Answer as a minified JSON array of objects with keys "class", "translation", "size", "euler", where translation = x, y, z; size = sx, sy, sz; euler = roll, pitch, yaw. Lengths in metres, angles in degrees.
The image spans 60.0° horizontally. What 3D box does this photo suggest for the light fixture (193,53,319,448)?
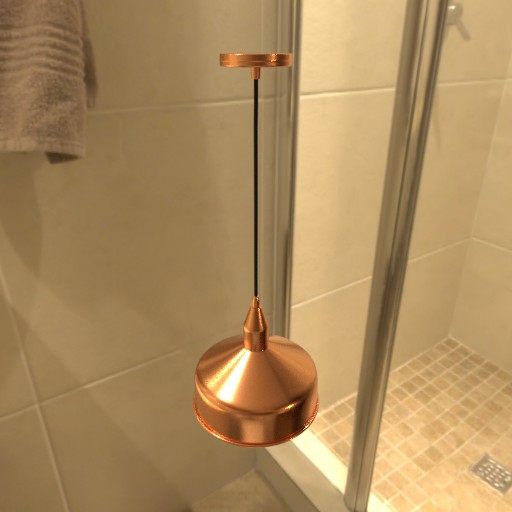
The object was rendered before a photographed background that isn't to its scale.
[{"class":"light fixture","translation":[0.000,0.000,0.907],"size":[0.301,0.754,0.301],"euler":[8,26,16]}]
